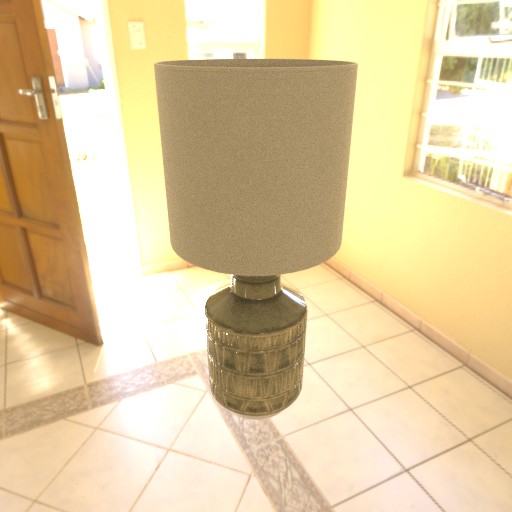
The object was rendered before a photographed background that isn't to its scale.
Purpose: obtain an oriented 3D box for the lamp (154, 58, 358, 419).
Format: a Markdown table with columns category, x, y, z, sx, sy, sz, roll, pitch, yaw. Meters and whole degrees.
| category | x | y | z | sx | sy | sz | roll | pitch | yaw |
| --- | --- | --- | --- | --- | --- | --- | --- | --- | --- |
| lamp | 0.000 | 0.000 | 0.567 | 0.211 | 0.455 | 0.211 | -17 | 31 | -32 |
